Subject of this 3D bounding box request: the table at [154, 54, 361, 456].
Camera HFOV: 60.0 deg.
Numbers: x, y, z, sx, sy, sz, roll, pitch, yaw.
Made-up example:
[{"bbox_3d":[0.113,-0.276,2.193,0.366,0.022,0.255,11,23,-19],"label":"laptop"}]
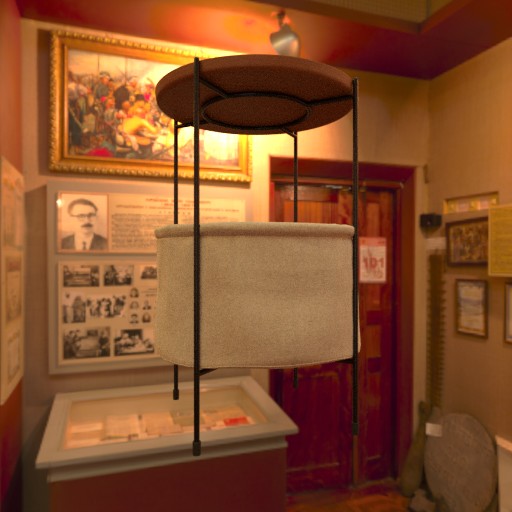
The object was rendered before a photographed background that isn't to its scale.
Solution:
[{"bbox_3d":[0.000,0.000,0.870,0.393,0.623,0.393,0,0,-17],"label":"table"}]
